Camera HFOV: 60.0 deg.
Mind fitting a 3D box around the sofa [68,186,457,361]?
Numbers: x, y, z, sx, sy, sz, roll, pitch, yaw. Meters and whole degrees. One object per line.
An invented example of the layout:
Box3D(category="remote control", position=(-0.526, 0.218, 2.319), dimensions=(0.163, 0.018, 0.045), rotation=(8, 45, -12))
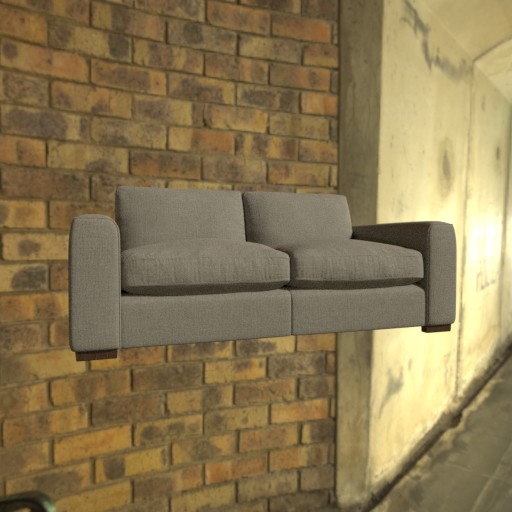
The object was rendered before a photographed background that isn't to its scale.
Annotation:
Box3D(category="sofa", position=(0.000, 0.000, 2.512), dimensions=(1.920, 0.800, 1.069), rotation=(-1, 2, -19))
